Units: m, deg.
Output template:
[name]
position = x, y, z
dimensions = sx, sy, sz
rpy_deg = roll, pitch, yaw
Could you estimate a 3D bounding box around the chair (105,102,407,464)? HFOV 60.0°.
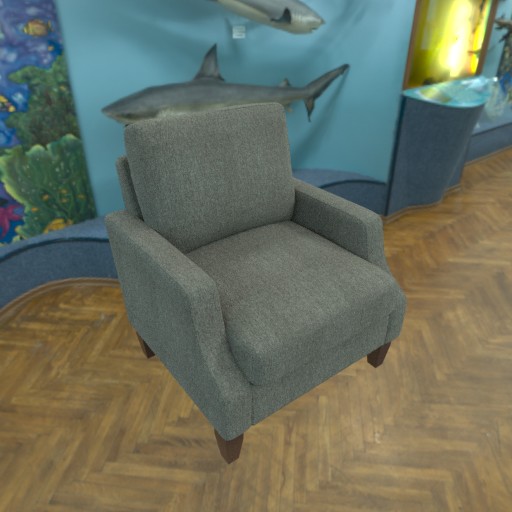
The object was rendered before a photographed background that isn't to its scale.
[chair]
position = 0.000, 0.000, 1.690
dimensions = 0.855, 0.993, 0.897
rpy_deg = -21, 36, -31
